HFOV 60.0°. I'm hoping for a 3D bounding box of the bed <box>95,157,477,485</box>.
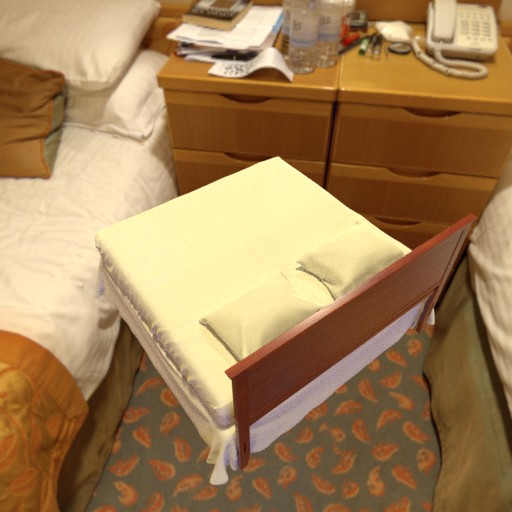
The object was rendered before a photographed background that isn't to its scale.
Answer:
[{"bbox_3d":[0.000,0.000,3.595,2.314,1.271,2.219,-28,51,-25],"label":"bed"}]
